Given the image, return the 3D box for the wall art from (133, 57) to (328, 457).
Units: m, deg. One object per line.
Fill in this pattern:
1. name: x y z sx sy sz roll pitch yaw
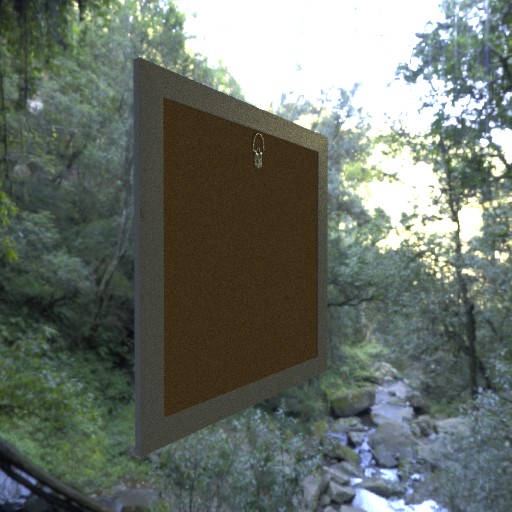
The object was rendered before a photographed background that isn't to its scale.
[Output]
1. wall art: 0.000 0.000 0.870 0.015 0.577 0.572 1 1 37
